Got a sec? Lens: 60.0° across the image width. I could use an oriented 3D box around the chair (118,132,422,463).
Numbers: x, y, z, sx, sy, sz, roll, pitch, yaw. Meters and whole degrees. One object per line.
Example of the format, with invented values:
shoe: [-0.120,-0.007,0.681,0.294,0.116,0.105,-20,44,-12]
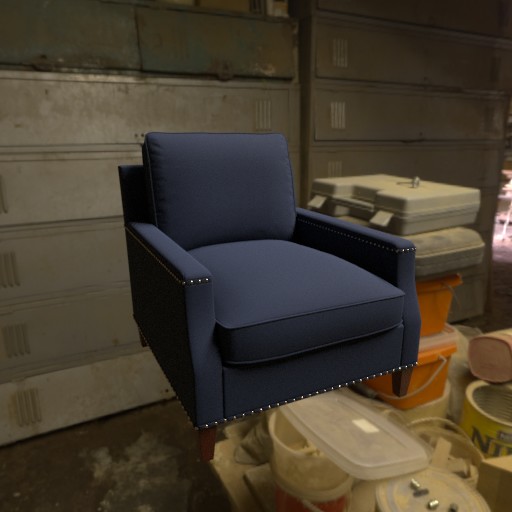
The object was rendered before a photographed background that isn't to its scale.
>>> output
chair: [0.000,0.000,1.747,0.853,0.943,1.014,-7,17,-25]
